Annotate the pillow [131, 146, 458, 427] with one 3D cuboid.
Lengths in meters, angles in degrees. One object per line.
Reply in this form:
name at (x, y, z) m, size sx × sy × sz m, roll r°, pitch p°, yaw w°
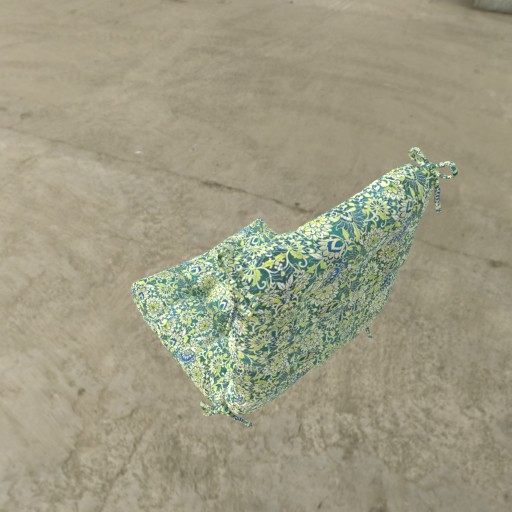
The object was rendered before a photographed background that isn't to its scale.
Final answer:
pillow at (0.000, 0.000, 1.038) m, size 0.519 × 0.605 × 0.571 m, roll -30°, pitch 53°, yaw -26°
